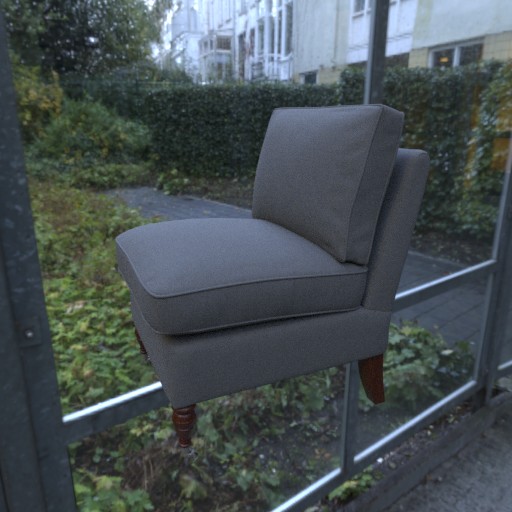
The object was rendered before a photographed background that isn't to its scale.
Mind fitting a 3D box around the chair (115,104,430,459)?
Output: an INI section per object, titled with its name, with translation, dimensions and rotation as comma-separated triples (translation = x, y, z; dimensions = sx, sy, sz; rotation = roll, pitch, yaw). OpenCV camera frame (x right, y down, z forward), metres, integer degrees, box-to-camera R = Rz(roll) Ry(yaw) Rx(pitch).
[chair]
translation = 0.000, 0.000, 1.626
dimensions = 0.924, 1.045, 0.724
rotation = -8, 19, -24
